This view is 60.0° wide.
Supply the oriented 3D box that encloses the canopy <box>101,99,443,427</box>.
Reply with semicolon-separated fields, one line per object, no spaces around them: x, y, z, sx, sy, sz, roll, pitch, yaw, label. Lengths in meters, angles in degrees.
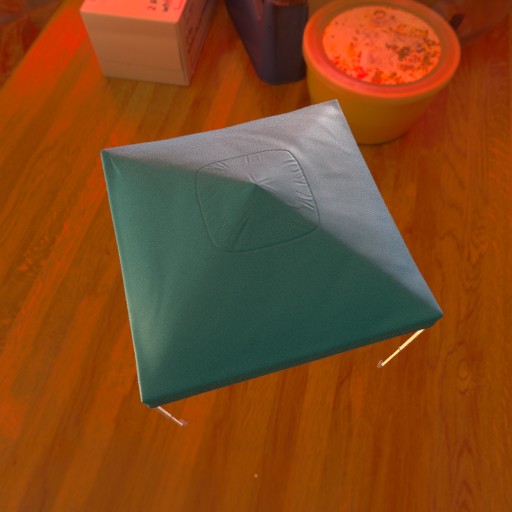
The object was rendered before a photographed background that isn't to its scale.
0.000;0.000;5.440;2.996;2.997;2.998;-14;65;-7;canopy
